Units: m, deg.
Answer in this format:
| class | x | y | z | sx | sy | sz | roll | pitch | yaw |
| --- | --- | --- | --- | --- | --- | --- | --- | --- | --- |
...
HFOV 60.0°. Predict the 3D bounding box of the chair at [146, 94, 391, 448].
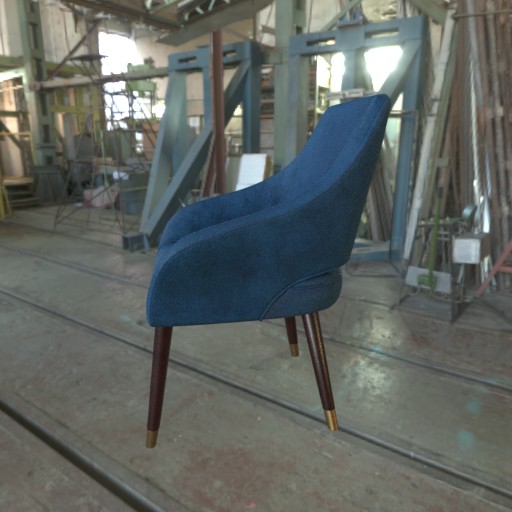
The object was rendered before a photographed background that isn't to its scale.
| class | x | y | z | sx | sy | sz | roll | pitch | yaw |
| --- | --- | --- | --- | --- | --- | --- | --- | --- | --- |
| chair | 0.000 | 0.000 | 1.584 | 0.794 | 1.081 | 0.683 | -2 | 15 | -9 |
